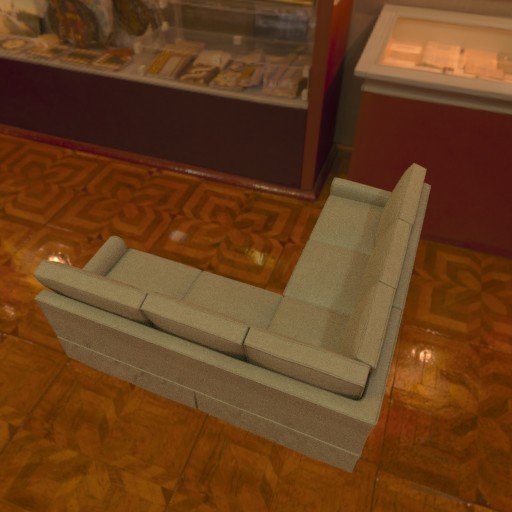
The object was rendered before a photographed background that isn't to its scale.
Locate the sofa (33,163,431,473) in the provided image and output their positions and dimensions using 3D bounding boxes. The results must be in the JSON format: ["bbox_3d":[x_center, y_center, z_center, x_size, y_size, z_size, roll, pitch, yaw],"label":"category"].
[{"bbox_3d":[0.000,0.000,4.027,2.623,1.081,2.618,16,48,15],"label":"sofa"}]
